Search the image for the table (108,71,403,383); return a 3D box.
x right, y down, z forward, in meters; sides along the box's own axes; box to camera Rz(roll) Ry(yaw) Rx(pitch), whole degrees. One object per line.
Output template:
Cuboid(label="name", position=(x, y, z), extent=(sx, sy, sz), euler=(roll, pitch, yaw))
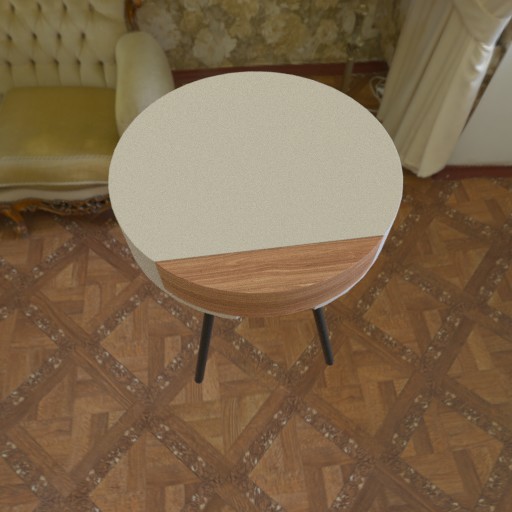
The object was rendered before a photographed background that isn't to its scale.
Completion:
Cuboid(label="table", position=(0.000, 0.000, 0.882), extent=(0.450, 0.525, 0.450), euler=(0, 58, 0))
